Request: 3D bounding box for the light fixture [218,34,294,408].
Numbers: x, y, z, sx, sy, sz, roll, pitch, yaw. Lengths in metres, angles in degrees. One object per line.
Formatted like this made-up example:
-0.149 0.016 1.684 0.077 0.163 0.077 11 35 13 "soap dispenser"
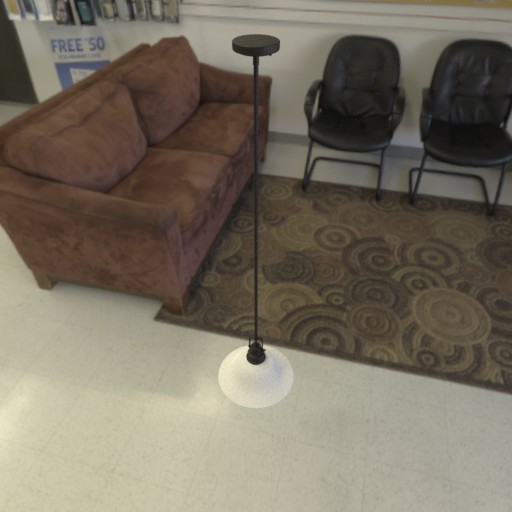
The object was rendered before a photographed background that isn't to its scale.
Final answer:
0.000 0.000 1.482 0.324 1.337 0.324 12 41 14 "light fixture"
